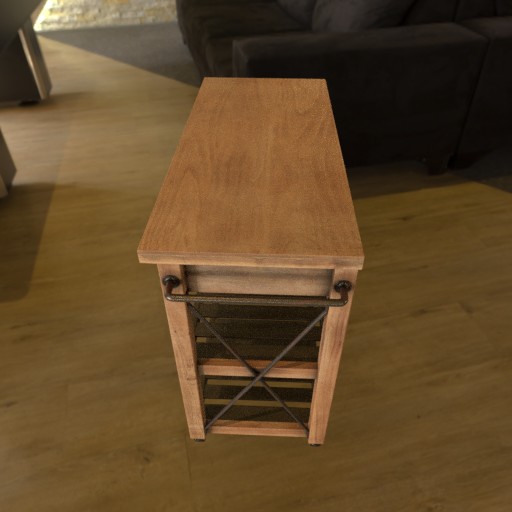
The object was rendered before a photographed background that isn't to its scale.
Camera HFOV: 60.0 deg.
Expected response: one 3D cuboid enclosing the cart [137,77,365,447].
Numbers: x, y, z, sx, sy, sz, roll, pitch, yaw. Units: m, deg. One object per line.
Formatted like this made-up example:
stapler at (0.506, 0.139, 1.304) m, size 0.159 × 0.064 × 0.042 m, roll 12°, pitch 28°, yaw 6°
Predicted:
cart at (0.000, 0.000, 0.978) m, size 0.298 × 0.554 × 0.686 m, roll 2°, pitch 40°, yaw 2°
